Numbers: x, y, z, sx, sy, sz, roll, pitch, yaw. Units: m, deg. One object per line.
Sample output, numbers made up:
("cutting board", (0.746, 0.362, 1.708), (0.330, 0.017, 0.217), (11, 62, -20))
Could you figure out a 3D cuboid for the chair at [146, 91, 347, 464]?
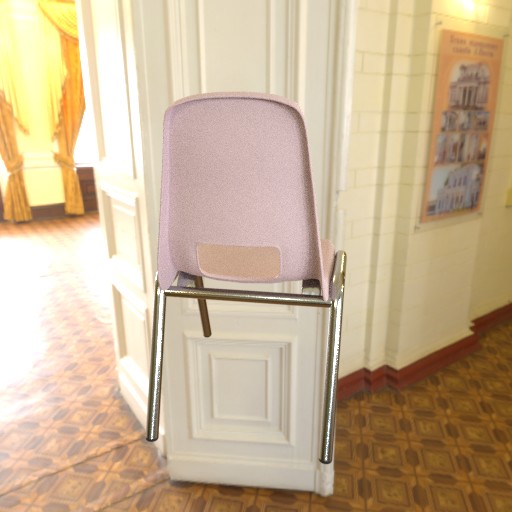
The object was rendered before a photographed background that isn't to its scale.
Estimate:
("chair", (0.000, 0.000, 0.870), (0.354, 0.586, 0.423), (3, 17, 10))
